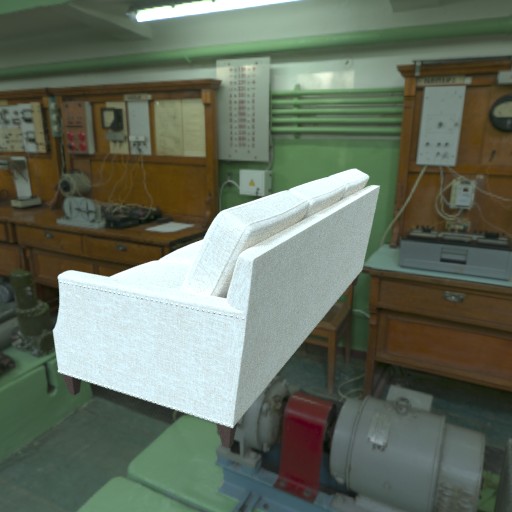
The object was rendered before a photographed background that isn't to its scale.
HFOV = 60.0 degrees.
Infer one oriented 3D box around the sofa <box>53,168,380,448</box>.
[{"bbox_3d":[0.000,0.000,2.733,1.041,0.940,2.210,8,18,25],"label":"sofa"}]
